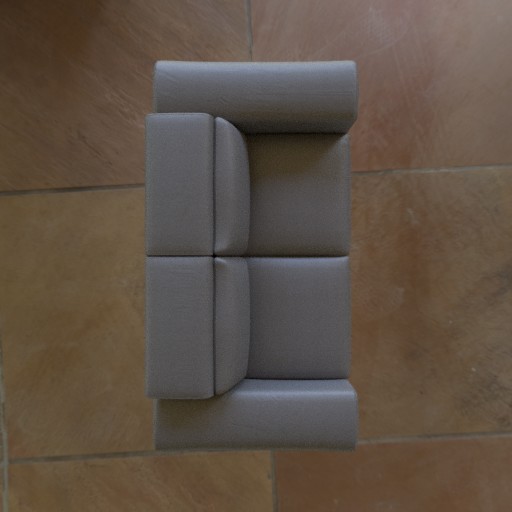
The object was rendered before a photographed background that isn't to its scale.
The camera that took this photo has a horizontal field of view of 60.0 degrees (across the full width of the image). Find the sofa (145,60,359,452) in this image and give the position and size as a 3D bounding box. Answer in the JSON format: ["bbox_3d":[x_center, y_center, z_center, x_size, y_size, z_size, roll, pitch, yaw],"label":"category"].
[{"bbox_3d":[0.000,0.000,2.358,1.024,0.753,1.930,0,90,0],"label":"sofa"}]
